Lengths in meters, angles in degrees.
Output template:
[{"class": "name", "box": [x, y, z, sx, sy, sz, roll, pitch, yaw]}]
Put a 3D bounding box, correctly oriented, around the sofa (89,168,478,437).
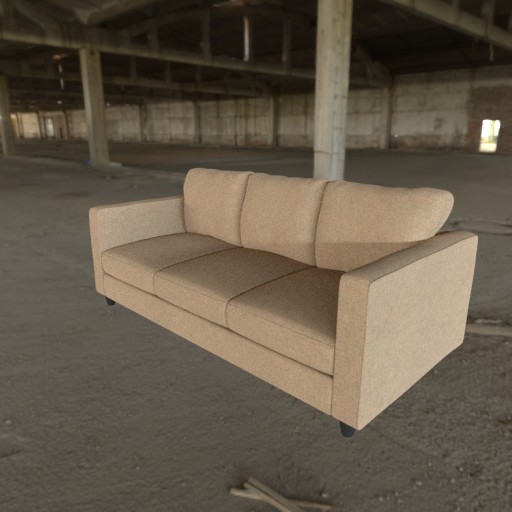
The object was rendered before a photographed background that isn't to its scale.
[{"class": "sofa", "box": [0.000, 0.000, 2.308, 1.855, 0.800, 0.930, 15, 22, 42]}]
